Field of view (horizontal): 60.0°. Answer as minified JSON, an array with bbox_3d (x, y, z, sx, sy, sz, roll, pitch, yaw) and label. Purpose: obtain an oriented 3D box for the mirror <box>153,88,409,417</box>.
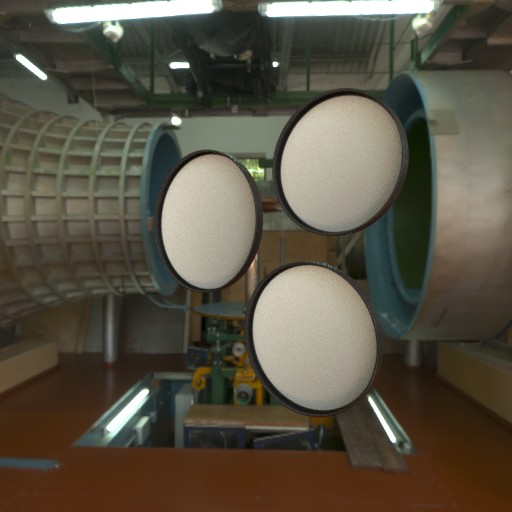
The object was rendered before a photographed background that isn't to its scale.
[{"bbox_3d":[0.000,0.000,3.196,2.160,2.096,0.076,1,1,37],"label":"mirror"}]
